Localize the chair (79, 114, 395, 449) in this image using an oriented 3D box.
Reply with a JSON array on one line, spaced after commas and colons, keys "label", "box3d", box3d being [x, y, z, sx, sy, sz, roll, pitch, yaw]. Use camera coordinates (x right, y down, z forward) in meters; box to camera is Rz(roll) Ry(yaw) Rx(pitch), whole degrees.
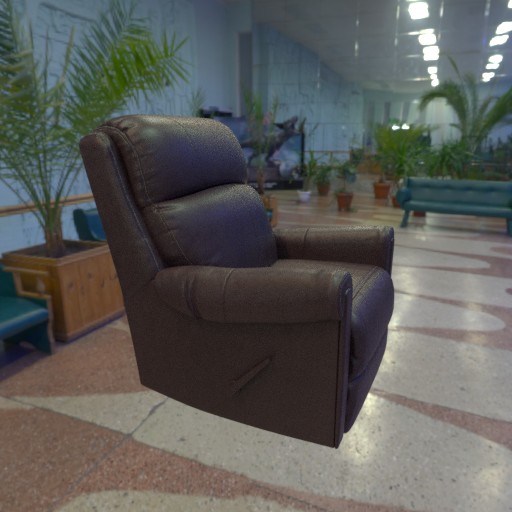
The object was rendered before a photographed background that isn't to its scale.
[{"label": "chair", "box3d": [0.000, 0.000, 1.730, 1.014, 1.054, 0.838, 7, 17, 25]}]
